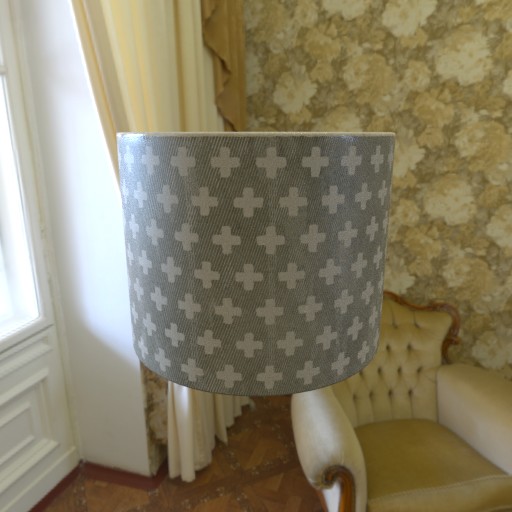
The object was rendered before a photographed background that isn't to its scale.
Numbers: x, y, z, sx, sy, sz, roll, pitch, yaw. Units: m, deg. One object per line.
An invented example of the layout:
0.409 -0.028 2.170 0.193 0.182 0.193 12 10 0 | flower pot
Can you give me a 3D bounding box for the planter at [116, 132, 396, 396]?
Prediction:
0.000 0.000 0.338 0.190 0.181 0.190 0 15 0 | planter
